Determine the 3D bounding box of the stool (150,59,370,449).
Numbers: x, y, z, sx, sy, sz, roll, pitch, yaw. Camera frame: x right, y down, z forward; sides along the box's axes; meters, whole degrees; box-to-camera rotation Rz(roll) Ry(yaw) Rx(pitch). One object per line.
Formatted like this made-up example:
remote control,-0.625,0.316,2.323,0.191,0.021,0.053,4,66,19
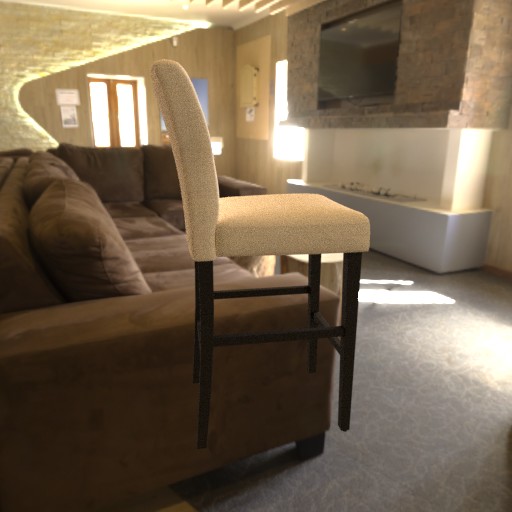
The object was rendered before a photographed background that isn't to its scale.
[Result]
stool,0.000,0.000,1.463,0.603,1.124,0.516,-3,16,-9
